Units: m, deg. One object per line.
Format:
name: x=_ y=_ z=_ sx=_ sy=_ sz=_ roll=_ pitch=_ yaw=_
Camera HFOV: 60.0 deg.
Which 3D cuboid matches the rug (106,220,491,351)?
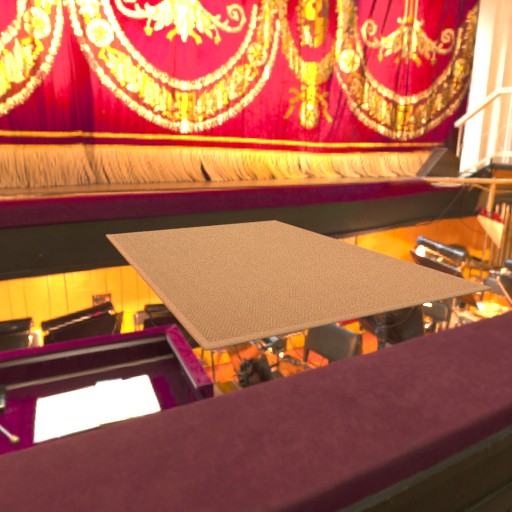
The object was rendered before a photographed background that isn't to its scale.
rug: x=0.000 y=0.000 z=2.862 sx=1.532 sy=0.017 sz=2.244 roll=-7 pitch=16 yaw=-26
